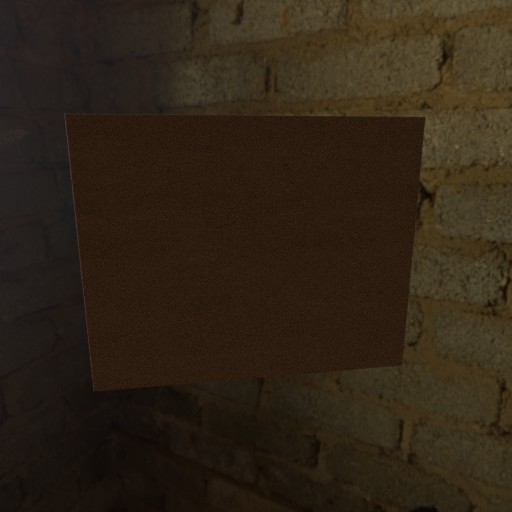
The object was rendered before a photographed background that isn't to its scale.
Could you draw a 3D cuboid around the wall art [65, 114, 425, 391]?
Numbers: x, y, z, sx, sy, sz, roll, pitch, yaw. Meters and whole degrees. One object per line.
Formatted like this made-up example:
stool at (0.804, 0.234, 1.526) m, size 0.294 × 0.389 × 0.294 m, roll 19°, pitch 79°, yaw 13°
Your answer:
wall art at (0.000, 0.000, 0.675) m, size 0.508 × 0.408 × 0.010 m, roll -2°, pitch 15°, yaw -9°
